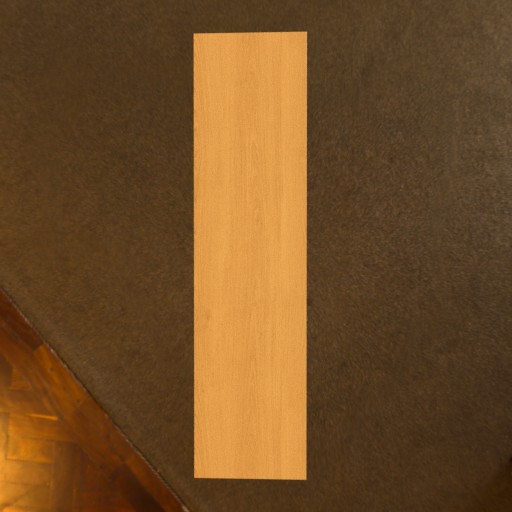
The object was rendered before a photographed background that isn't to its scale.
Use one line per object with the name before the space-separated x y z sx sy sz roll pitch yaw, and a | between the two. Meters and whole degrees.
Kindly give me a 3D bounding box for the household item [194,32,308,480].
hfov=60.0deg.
household item | 0.000 0.000 1.796 0.400 0.600 1.550 0 91 2
